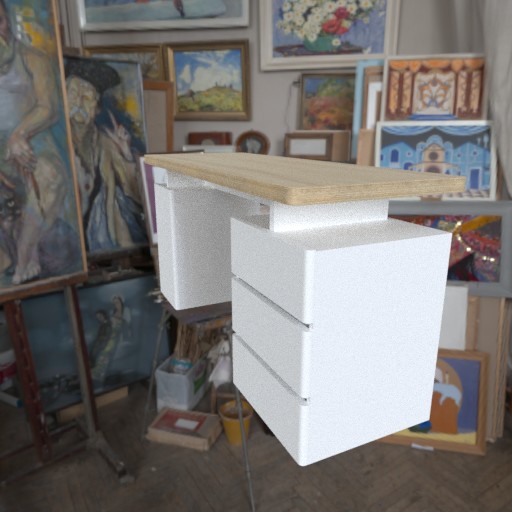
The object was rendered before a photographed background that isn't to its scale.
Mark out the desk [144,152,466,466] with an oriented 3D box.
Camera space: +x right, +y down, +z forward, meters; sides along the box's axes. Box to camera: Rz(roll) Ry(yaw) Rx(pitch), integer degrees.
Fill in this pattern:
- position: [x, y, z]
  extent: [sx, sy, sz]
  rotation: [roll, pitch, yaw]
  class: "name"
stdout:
- position: [0.000, 0.000, 1.822]
  extent: [0.550, 0.755, 1.500]
  rotation: [-8, 17, -25]
  class: "desk"
